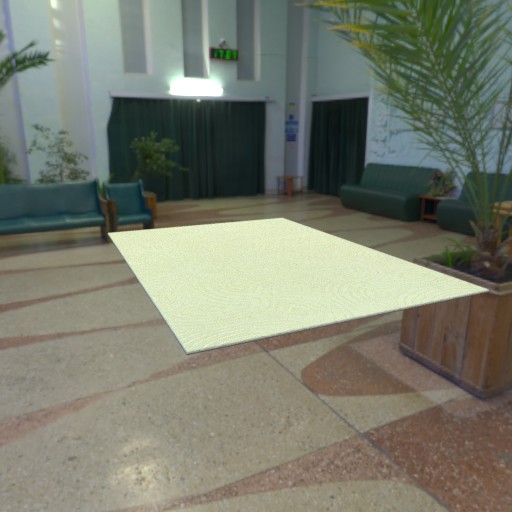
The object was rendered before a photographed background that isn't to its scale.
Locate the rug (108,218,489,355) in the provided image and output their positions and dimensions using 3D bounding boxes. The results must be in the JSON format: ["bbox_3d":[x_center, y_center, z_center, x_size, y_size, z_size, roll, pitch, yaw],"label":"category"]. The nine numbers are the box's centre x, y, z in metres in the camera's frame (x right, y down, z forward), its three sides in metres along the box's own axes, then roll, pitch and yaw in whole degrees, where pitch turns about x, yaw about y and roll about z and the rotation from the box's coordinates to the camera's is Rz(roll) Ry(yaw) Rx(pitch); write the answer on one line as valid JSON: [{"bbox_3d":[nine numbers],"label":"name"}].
[{"bbox_3d":[0.000,0.000,2.788,1.526,0.015,2.132,-7,17,-24],"label":"rug"}]
